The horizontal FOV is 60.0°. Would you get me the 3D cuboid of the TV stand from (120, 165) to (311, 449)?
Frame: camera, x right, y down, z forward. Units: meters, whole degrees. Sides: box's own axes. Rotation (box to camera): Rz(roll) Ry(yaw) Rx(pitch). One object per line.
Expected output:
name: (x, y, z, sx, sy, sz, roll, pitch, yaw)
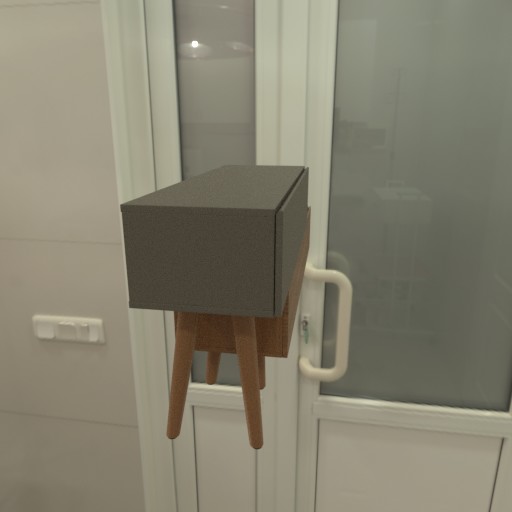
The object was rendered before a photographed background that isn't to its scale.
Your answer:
TV stand: (0.000, 0.000, 1.577, 0.329, 0.591, 1.336, 3, 17, 9)
